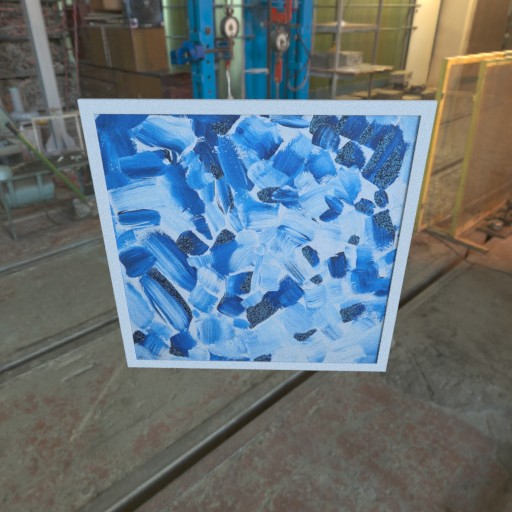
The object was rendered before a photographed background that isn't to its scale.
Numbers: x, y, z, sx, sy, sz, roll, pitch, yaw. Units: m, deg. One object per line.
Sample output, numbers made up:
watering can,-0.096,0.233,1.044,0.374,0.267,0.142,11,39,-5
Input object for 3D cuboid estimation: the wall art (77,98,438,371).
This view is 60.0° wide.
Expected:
wall art,0.000,0.000,1.205,0.812,0.812,0.015,1,29,1
